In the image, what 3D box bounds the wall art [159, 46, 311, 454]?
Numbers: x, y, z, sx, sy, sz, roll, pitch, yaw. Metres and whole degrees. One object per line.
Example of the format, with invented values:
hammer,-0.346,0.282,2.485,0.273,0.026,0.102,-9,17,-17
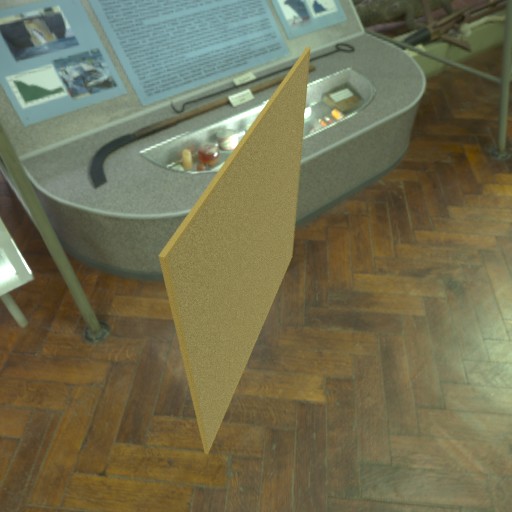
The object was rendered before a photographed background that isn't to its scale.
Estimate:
wall art,0.000,0.000,1.434,0.013,0.959,0.962,15,49,14
